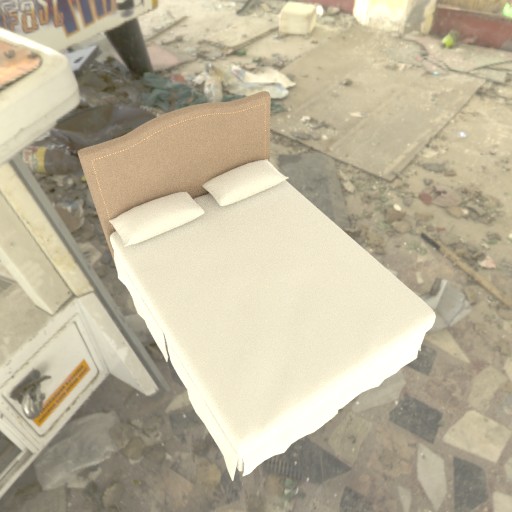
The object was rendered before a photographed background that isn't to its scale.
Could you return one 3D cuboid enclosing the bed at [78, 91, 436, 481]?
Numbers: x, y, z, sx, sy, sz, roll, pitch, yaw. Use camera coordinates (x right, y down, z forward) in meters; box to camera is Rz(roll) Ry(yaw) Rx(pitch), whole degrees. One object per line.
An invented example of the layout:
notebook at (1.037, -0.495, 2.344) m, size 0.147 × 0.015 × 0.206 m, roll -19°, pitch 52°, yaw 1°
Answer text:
bed at (0.000, 0.000, 3.425) m, size 1.821 × 1.436 × 2.282 m, roll -26°, pitch 52°, yaw -22°
